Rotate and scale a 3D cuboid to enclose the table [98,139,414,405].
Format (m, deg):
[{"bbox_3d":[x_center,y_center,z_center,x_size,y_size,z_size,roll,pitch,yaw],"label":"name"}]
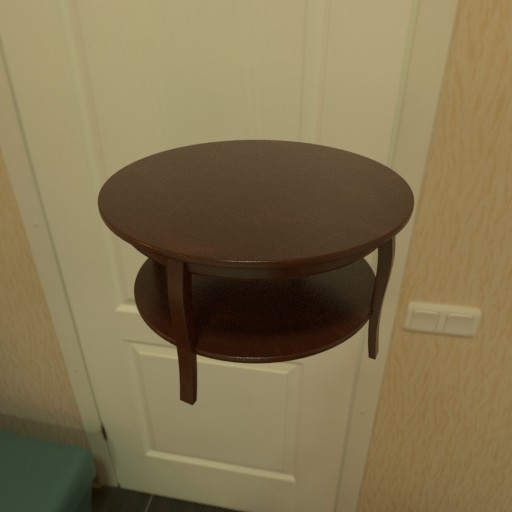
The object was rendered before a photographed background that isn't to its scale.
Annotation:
[{"bbox_3d":[0.000,0.000,1.462,0.911,0.512,0.911,0,31,0],"label":"table"}]
